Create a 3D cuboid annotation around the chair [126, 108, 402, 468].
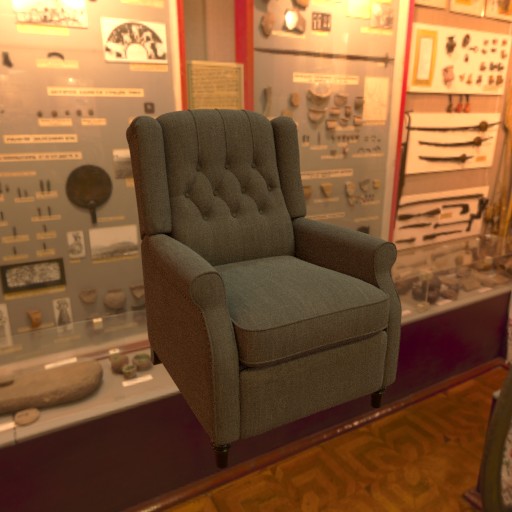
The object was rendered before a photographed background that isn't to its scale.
[{"bbox_3d":[0.000,0.000,1.615,0.742,1.035,0.898,-9,19,-27],"label":"chair"}]
